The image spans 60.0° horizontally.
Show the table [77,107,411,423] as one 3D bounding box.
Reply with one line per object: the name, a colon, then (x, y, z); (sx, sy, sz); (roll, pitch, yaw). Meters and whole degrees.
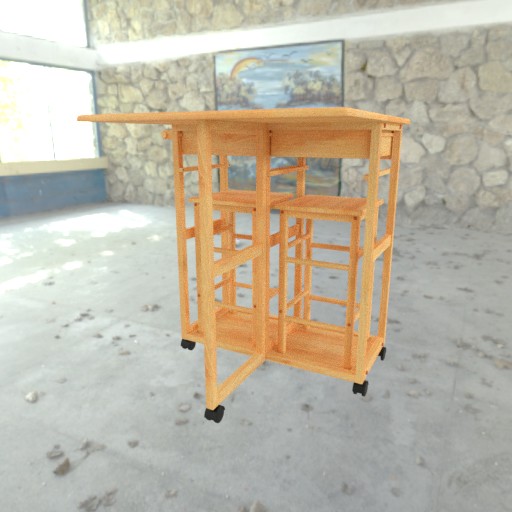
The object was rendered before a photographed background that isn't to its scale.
table: (0.000, 0.000, 1.392); (0.752, 0.832, 0.693); (8, 17, 27)
